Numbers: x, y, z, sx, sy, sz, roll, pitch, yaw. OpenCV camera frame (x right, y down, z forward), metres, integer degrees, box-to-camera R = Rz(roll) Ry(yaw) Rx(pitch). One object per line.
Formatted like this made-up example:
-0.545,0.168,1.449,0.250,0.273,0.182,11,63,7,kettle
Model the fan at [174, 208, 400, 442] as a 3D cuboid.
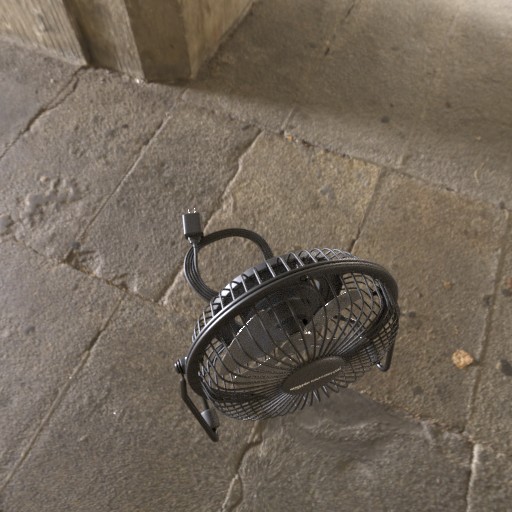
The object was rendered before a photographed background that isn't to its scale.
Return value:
0.000,0.000,0.307,0.153,0.152,0.202,-19,64,-10,fan
